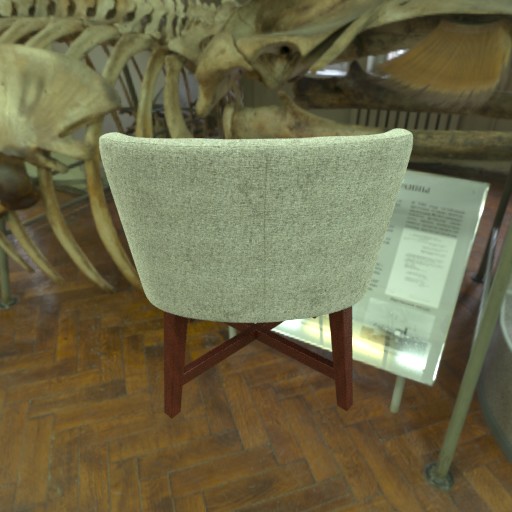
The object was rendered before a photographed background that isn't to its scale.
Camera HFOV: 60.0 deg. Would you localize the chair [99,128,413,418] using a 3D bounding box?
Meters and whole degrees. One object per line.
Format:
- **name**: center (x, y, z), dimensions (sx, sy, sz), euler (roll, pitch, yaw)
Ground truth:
- **chair**: center (0.000, 0.000, 1.290), dimensions (0.728, 0.827, 0.575), euler (-2, 31, -3)
